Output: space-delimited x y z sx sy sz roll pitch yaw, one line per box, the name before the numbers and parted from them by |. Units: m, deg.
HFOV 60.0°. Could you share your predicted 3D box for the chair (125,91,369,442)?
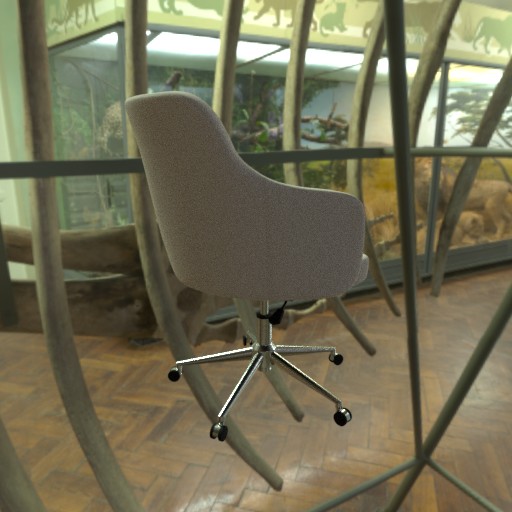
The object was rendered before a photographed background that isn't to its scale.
chair | 0.000 0.000 1.237 0.647 0.819 0.602 -8 17 -28
